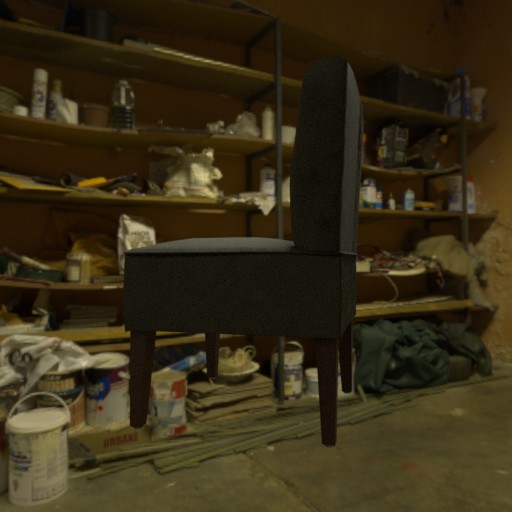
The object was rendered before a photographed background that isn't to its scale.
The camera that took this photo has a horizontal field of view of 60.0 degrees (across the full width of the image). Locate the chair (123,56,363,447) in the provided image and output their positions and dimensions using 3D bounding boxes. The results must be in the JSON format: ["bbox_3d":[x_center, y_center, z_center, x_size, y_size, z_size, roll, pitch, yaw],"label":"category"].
[{"bbox_3d":[0.000,0.000,1.187,0.554,0.806,0.521,0,-1,17],"label":"chair"}]
